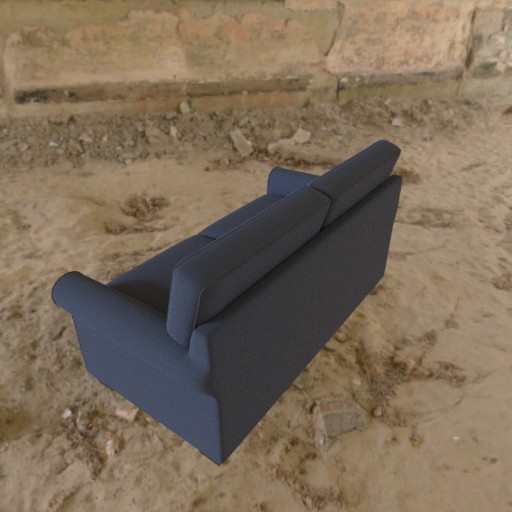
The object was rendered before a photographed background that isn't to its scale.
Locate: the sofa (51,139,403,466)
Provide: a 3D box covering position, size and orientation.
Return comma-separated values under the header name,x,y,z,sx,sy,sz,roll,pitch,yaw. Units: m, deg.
name,x,y,z,sx,sy,sz,roll,pitch,yaw
sofa,0.000,0.000,2.495,0.940,1.020,1.930,21,37,30
